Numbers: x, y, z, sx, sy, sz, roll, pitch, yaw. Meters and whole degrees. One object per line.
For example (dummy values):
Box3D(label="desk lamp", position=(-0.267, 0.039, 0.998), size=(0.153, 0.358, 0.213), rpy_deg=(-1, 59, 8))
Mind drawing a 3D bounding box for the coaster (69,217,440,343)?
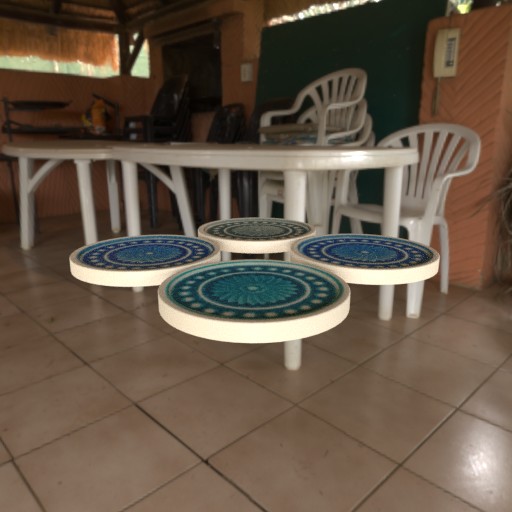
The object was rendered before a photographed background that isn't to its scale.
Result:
Box3D(label="coaster", position=(0.000, 0.000, 0.333), size=(0.220, 0.010, 0.224), rpy_deg=(15, 21, 43))
